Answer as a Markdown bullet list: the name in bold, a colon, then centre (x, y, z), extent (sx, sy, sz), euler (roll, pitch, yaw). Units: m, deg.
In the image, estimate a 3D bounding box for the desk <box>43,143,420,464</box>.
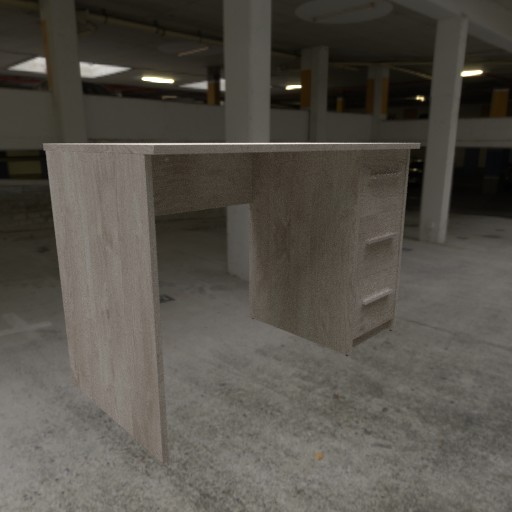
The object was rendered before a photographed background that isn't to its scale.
- **desk**: centre (0.000, 0.000, 1.493), extent (1.097, 0.735, 0.560), euler (-14, 20, -43)
